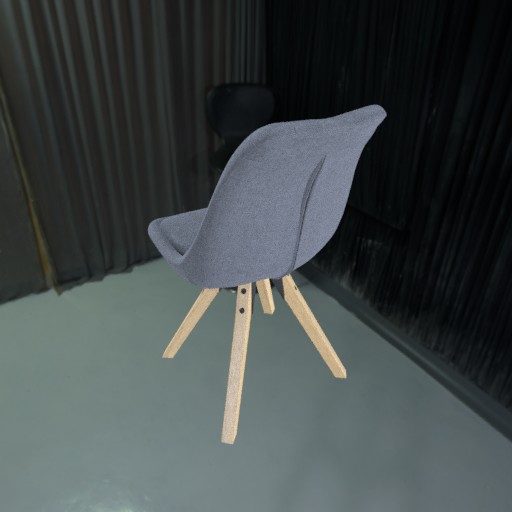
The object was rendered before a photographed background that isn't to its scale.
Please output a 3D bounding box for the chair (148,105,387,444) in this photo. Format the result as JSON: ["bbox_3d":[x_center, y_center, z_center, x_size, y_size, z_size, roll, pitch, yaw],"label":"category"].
[{"bbox_3d":[0.000,0.000,1.192,0.485,0.850,0.550,-20,37,-29],"label":"chair"}]
